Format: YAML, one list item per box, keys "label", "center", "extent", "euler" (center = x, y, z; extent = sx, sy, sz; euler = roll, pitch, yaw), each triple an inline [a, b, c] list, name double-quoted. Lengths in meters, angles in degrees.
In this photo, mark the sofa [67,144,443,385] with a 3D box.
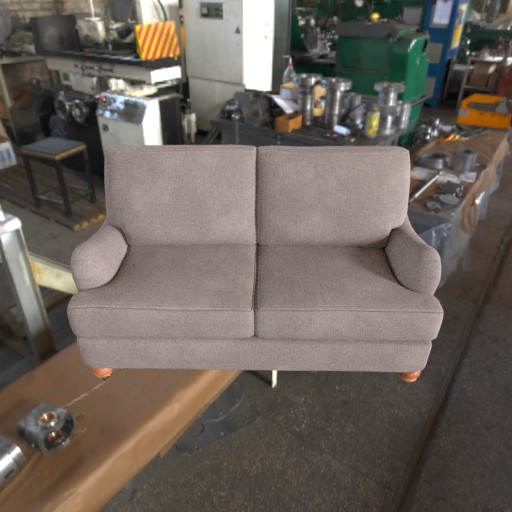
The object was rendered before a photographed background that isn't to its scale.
- label: "sofa"
  center: [0.000, 0.000, 2.527]
  extent: [1.853, 1.101, 1.084]
  euler: [1, 31, 1]
